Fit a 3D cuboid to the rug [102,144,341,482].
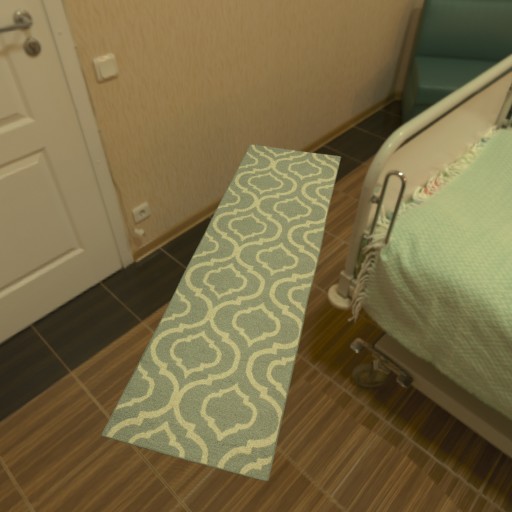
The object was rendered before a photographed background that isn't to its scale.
[{"bbox_3d":[0.000,0.000,2.475,0.684,0.009,2.275,10,46,10],"label":"rug"}]
